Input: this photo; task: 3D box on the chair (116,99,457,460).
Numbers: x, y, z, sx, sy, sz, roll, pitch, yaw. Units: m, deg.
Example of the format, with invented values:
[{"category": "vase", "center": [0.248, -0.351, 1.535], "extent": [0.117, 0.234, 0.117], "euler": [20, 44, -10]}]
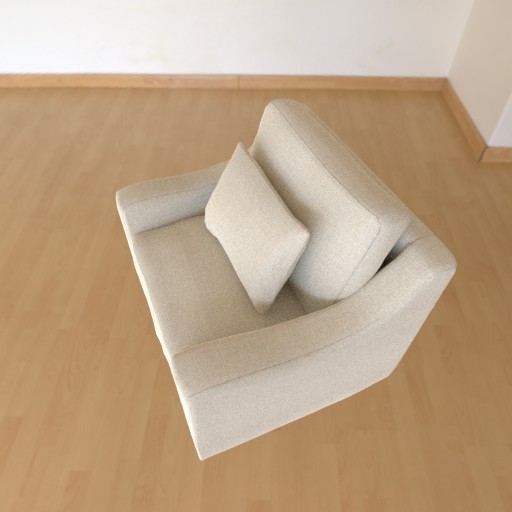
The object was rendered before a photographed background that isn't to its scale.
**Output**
[{"category": "chair", "center": [0.000, 0.000, 1.953], "extent": [1.009, 1.016, 1.178], "euler": [-18, 50, -15]}]
